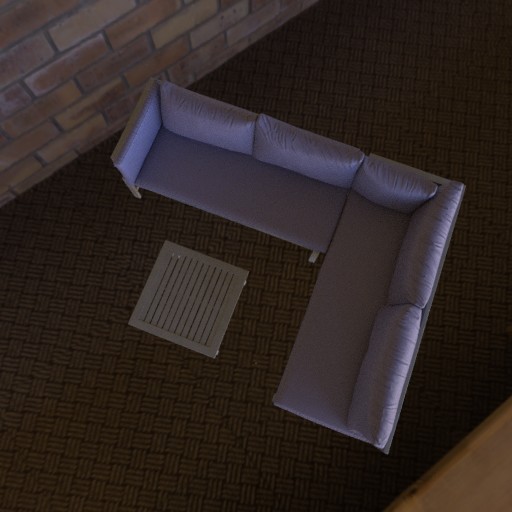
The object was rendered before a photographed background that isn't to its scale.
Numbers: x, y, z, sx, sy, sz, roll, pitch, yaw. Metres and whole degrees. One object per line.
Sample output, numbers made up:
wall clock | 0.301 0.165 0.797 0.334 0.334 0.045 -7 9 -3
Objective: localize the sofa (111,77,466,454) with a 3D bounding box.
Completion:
sofa | 0.000 0.000 2.893 2.149 0.762 1.658 20 77 5
